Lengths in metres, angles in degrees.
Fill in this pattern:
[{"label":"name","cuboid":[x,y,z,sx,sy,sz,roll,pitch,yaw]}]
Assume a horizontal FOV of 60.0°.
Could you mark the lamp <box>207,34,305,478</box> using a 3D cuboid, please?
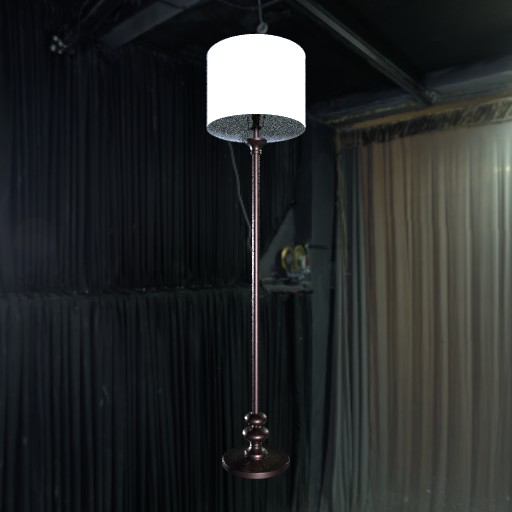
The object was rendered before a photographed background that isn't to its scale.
[{"label":"lamp","cuboid":[0.000,0.000,1.608,0.356,1.487,0.356,-1,-1,36]}]
